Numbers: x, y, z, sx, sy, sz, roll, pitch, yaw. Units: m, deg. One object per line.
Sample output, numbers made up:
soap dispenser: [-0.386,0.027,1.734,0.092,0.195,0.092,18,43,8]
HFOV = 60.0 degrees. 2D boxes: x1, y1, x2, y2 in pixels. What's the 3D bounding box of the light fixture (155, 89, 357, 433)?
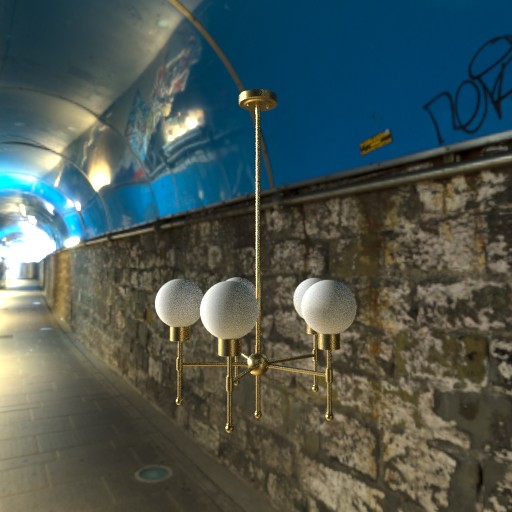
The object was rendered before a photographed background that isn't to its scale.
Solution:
light fixture: [0.000,0.000,1.866,0.815,1.331,0.785,1,-2,-18]
